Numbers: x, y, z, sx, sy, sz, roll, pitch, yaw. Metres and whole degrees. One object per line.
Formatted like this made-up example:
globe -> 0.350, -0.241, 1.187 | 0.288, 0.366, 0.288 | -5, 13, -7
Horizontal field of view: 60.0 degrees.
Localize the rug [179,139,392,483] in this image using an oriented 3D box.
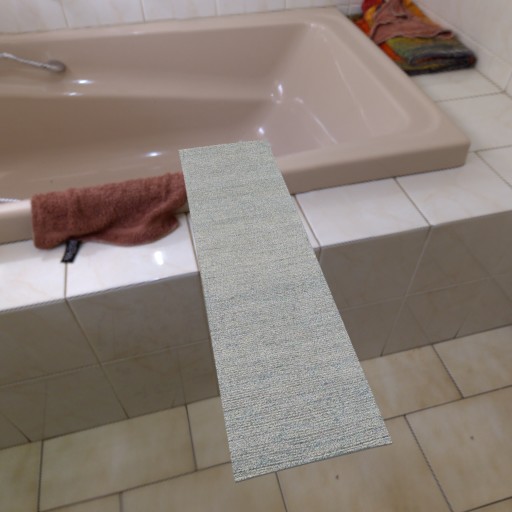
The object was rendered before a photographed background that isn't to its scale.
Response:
rug -> 0.000, 0.000, 2.573 | 0.675, 0.037, 2.341 | -9, 48, -8
